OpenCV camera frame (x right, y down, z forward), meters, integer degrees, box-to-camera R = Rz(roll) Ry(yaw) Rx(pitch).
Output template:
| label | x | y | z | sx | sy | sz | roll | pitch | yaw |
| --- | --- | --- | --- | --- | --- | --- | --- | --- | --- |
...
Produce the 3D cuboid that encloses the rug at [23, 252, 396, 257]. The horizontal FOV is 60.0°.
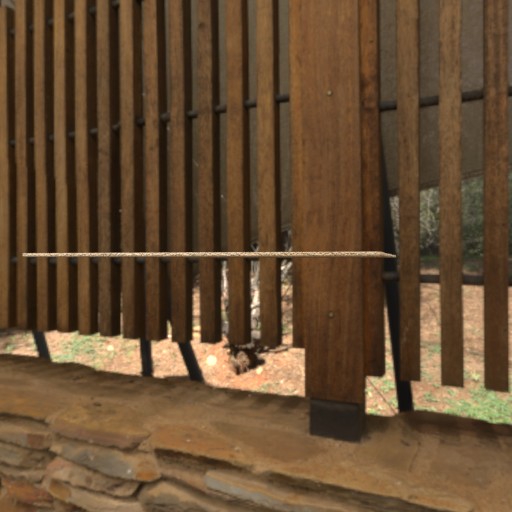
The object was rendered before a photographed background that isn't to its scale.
| label | x | y | z | sx | sy | sz | roll | pitch | yaw |
| --- | --- | --- | --- | --- | --- | --- | --- | --- | --- |
| rug | 0.000 | 0.000 | 4.106 | 2.400 | 0.025 | 3.000 | 0 | 0 | 19 |
